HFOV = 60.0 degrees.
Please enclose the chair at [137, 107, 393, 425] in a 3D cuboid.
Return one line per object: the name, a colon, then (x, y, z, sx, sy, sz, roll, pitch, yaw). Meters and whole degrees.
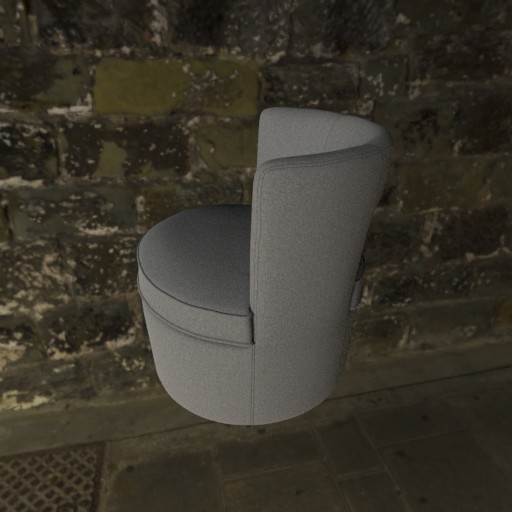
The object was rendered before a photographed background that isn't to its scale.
chair: (0.000, 0.000, 1.254, 0.660, 0.719, 0.689, 1, 27, 1)
